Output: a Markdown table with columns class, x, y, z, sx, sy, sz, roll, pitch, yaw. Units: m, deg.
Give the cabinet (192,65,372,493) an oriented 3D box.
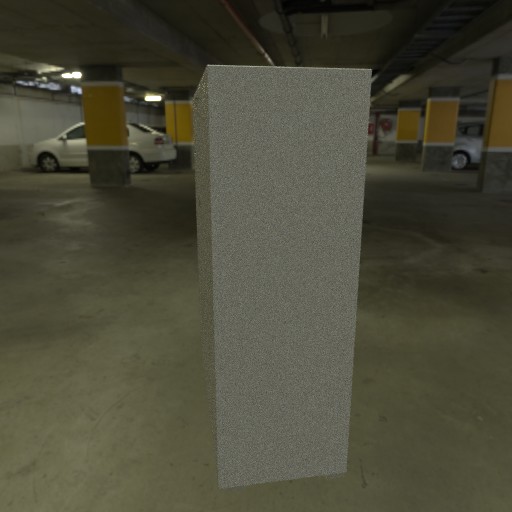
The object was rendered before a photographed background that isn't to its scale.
| class | x | y | z | sx | sy | sz | roll | pitch | yaw |
| --- | --- | --- | --- | --- | --- | --- | --- | --- | --- |
| cabinet | 0.000 | 0.000 | 1.676 | 0.400 | 1.190 | 1.000 | -3 | 15 | -9 |
